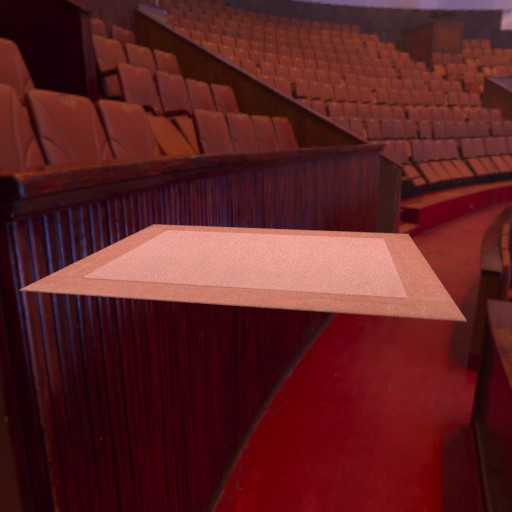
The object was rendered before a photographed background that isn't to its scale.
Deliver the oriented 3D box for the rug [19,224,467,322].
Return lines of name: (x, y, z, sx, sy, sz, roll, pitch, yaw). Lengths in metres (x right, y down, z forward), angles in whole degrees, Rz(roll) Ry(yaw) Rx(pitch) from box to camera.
rug: (0.000, 0.000, 4.109, 3.048, 0.014, 2.438, 3, 16, 10)
